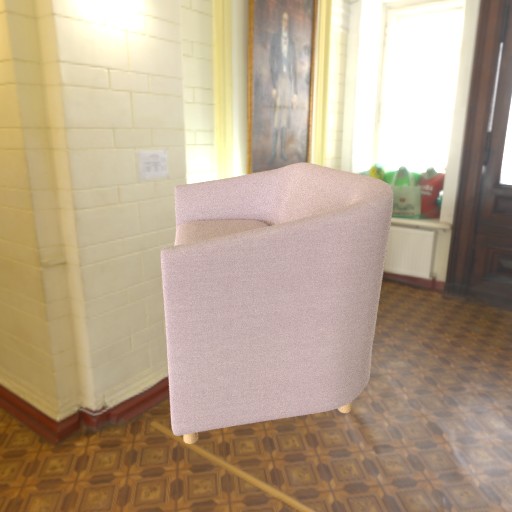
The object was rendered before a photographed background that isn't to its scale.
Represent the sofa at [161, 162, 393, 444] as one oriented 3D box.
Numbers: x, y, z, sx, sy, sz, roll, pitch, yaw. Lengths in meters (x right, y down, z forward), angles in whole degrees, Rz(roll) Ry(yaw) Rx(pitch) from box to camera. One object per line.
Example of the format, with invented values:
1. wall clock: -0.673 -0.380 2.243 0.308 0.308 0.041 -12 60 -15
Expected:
1. sofa: 0.000 0.000 1.869 0.705 0.721 1.452 -2 15 -8
